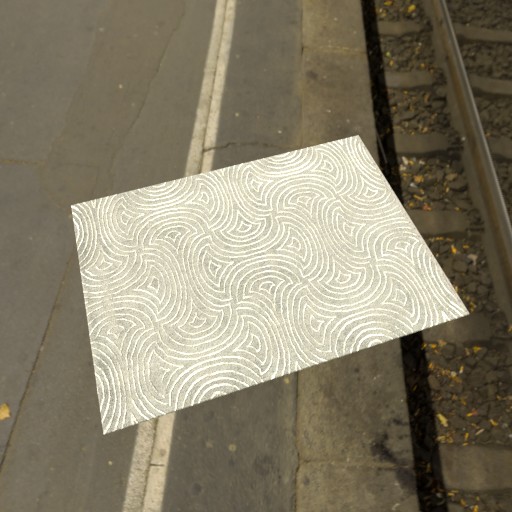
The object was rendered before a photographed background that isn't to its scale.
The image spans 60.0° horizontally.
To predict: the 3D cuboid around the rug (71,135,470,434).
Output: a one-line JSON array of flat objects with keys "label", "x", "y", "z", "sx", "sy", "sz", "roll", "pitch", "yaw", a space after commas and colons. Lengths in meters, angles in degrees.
[{"label": "rug", "x": 0.000, "y": 0.000, "z": 2.816, "sx": 2.144, "sy": 0.015, "sz": 1.543, "roll": -16, "pitch": 60, "yaw": -9}]
